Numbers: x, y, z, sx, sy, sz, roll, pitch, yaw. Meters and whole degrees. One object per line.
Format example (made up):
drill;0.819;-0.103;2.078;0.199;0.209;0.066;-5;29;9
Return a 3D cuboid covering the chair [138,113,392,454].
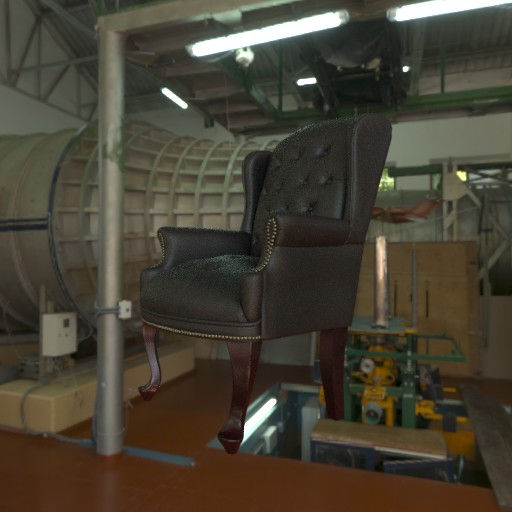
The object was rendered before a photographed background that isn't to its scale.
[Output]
chair;0.000;0.000;1.701;0.822;1.133;0.831;1;-1;-37
